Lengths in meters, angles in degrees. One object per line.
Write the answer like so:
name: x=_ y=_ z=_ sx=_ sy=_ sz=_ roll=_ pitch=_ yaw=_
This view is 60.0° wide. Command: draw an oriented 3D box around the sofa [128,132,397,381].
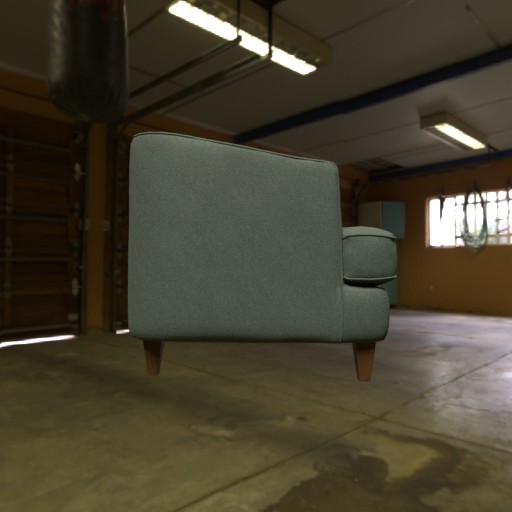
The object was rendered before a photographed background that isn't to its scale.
sofa: x=0.000 y=0.000 z=2.249 sx=0.941 sy=0.855 sz=1.733 roll=0 pitch=-2 yaw=0
